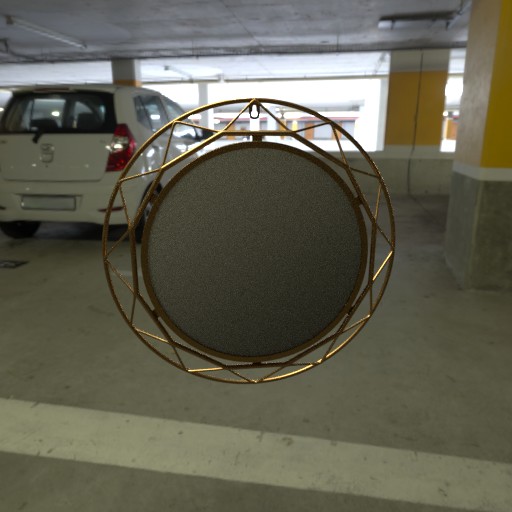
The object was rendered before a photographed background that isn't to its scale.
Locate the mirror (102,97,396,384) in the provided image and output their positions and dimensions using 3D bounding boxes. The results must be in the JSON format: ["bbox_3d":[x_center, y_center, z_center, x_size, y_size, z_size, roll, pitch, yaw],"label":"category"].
[{"bbox_3d":[0.000,0.000,0.668,0.454,0.454,0.043,-2,15,-7],"label":"mirror"}]
